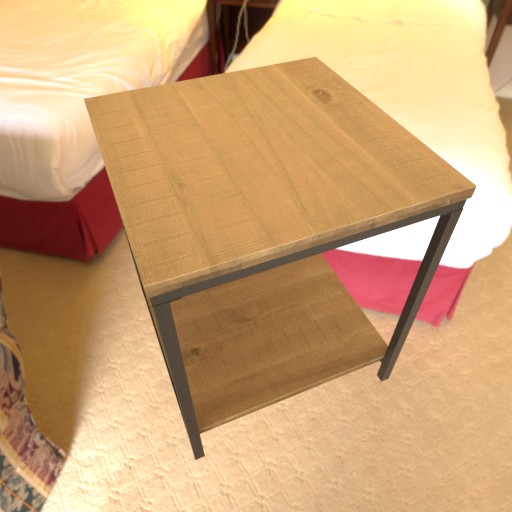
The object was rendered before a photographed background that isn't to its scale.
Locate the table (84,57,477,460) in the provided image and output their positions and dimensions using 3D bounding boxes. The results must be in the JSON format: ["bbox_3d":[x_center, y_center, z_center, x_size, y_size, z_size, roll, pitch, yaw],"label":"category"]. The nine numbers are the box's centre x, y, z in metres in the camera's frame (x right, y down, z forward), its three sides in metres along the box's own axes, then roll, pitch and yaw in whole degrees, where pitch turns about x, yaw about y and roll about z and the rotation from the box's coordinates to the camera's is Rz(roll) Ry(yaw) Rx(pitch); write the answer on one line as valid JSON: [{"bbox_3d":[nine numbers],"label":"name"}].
[{"bbox_3d":[0.000,0.000,0.969,0.503,0.589,0.507,-17,49,-16],"label":"table"}]
